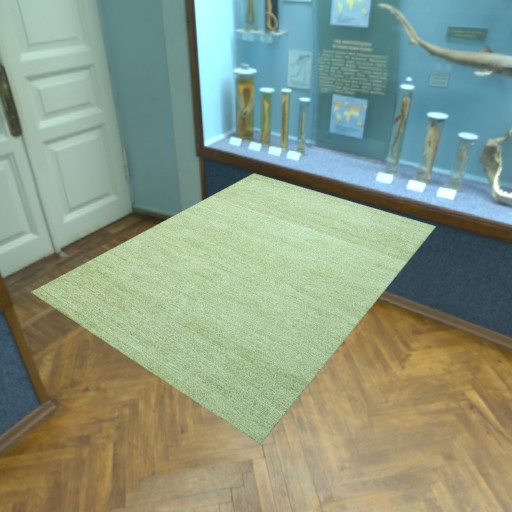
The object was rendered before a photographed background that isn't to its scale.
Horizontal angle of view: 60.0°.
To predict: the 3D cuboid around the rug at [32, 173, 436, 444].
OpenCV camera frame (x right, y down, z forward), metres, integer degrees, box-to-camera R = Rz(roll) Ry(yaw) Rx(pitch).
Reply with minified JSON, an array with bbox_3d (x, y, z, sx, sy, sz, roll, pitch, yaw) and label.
[{"bbox_3d":[0.000,0.000,4.270,2.425,0.016,3.198,22,39,30],"label":"rug"}]
